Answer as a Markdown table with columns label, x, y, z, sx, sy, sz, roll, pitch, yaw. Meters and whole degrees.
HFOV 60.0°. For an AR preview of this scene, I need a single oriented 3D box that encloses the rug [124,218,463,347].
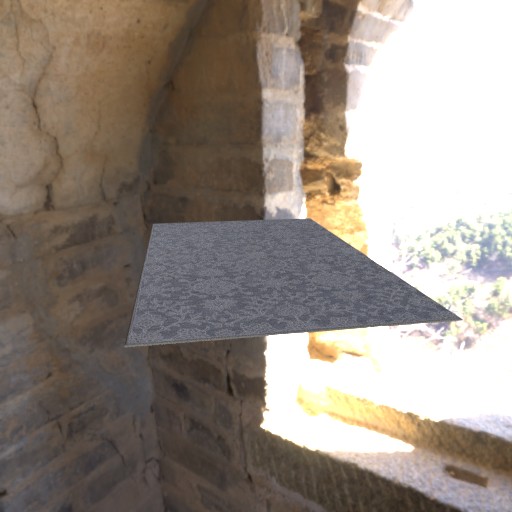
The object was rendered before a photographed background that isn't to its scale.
| label | x | y | z | sx | sy | sz | roll | pitch | yaw |
| --- | --- | --- | --- | --- | --- | --- | --- | --- | --- |
| rug | 0.000 | 0.000 | 3.074 | 1.515 | 0.010 | 2.430 | -3 | 16 | -10 |
